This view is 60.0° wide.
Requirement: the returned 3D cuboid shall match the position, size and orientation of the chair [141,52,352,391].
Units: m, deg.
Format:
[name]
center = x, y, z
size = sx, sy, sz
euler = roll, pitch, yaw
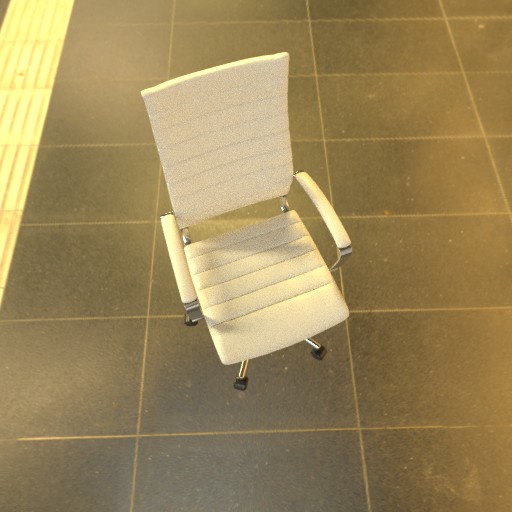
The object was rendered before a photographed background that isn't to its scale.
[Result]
[chair]
center = 0.000, 0.000, 1.608
size = 0.679, 1.149, 0.679
euler = -19, 65, -9
